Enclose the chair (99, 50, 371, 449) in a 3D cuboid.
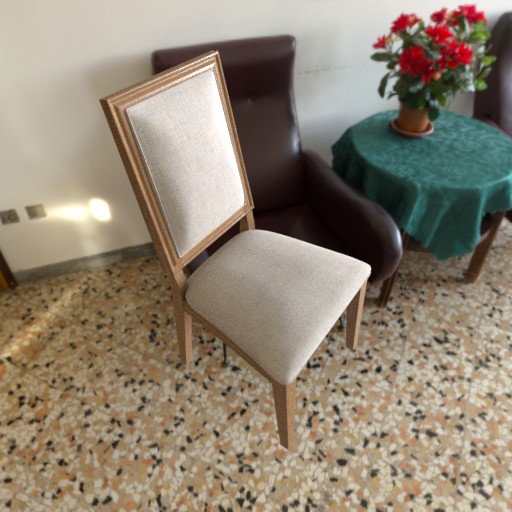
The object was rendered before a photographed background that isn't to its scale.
[{"bbox_3d":[0.000,0.000,1.356,0.601,0.988,0.536,25,48,25],"label":"chair"}]
